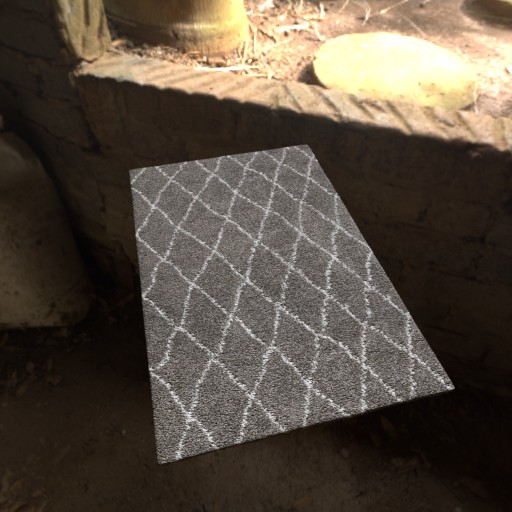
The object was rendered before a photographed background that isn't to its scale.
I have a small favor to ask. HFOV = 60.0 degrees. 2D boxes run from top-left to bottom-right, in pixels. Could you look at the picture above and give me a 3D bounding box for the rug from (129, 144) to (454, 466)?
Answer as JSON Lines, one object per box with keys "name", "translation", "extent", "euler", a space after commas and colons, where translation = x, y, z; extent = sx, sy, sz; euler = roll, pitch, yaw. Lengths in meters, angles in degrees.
{"name": "rug", "translation": [0.000, 0.000, 3.425], "extent": [1.778, 0.030, 2.743], "euler": [-10, 47, -10]}
